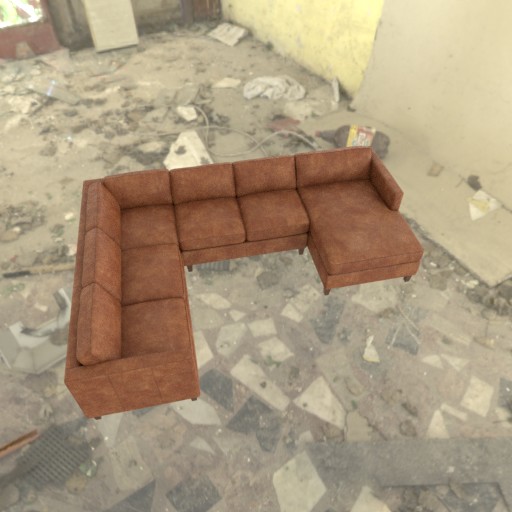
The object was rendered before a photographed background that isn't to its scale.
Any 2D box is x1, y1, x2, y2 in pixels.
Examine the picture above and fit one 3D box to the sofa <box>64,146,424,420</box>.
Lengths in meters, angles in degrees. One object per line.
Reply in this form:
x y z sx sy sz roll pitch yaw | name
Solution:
0.000 0.000 4.435 3.324 0.888 2.452 -9 47 -8 | sofa
